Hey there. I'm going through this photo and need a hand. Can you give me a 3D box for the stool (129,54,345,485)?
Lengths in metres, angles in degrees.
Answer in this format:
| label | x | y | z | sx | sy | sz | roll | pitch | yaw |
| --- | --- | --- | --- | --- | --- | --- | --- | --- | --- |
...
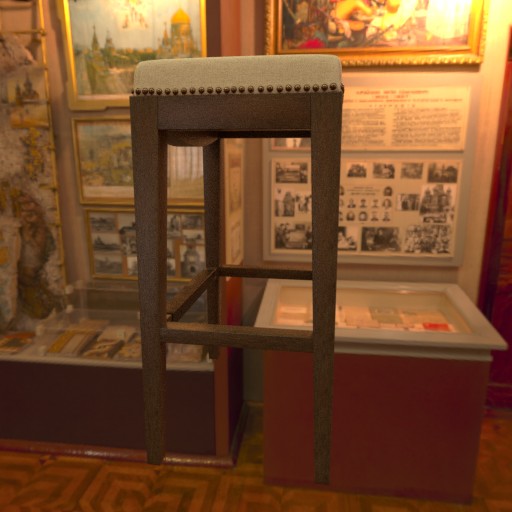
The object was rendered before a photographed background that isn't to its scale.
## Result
| label | x | y | z | sx | sy | sz | roll | pitch | yaw |
| --- | --- | --- | --- | --- | --- | --- | --- | --- | --- |
| stool | 0.000 | 0.000 | 1.006 | 0.358 | 0.759 | 0.498 | 2 | 13 | 9 |
